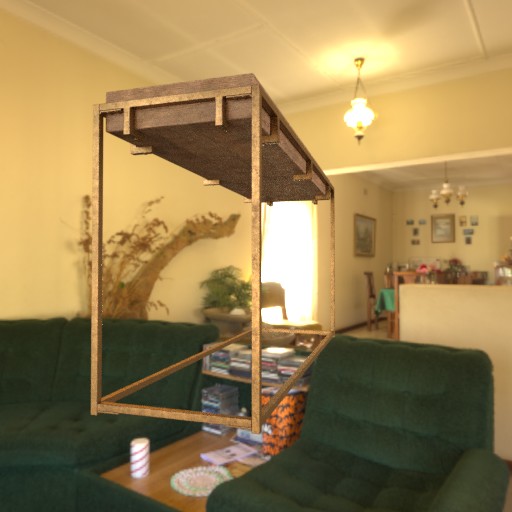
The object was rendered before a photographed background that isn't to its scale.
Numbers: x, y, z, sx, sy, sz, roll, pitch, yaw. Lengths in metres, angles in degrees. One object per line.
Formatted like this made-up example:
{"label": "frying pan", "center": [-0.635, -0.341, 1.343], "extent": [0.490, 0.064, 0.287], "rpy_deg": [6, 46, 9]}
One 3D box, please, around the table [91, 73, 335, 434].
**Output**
{"label": "table", "center": [0.000, 0.000, 1.723], "extent": [0.440, 0.820, 1.400], "rpy_deg": [0, -1, 17]}
